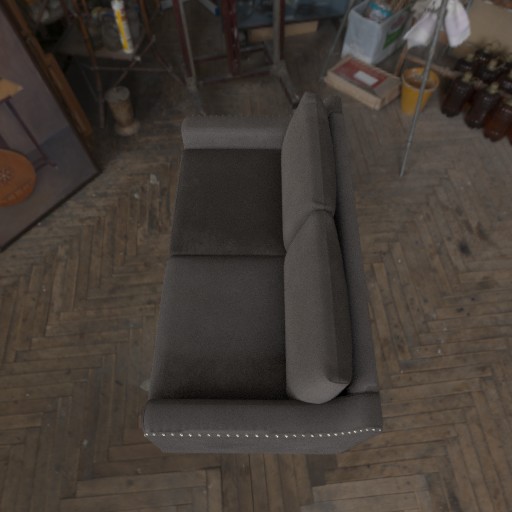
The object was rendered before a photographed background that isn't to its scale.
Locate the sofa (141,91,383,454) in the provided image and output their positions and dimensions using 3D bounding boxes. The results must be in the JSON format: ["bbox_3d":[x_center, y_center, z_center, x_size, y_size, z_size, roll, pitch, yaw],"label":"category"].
[{"bbox_3d":[0.000,0.000,3.246,1.336,1.196,2.550,1,59,0],"label":"sofa"}]
